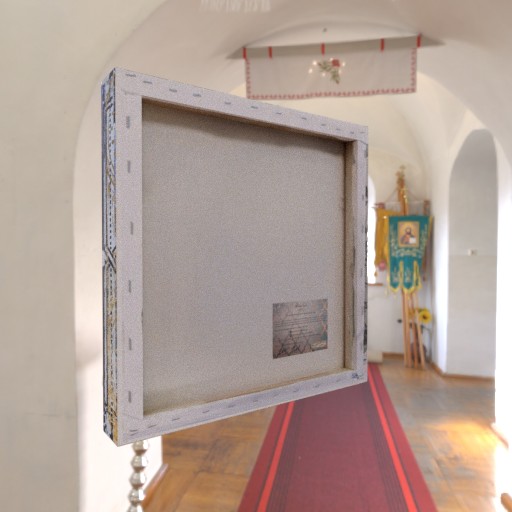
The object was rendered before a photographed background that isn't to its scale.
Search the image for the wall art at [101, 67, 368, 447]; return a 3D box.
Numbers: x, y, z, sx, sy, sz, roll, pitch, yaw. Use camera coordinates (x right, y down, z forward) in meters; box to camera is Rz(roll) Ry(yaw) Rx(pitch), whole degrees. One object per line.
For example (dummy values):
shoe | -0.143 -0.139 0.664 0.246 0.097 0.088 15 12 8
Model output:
wall art | 0.000 0.000 0.458 0.302 0.306 0.038 -1 1 -35
